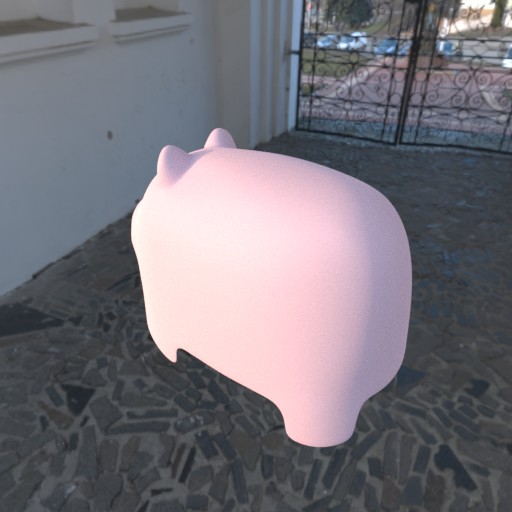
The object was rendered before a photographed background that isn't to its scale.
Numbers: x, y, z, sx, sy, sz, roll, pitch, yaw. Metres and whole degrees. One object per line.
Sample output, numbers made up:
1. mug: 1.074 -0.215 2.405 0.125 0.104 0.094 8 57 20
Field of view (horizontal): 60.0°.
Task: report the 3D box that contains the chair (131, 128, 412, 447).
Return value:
1. chair: 0.000 0.000 0.872 0.619 0.423 0.364 21 37 30
